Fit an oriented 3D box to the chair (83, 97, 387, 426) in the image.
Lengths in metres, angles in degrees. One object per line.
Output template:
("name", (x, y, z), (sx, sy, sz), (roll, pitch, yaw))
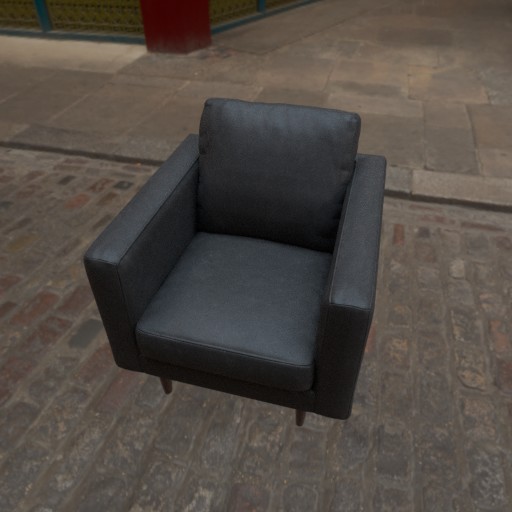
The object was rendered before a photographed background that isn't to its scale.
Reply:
("chair", (0.000, 0.000, 1.612), (0.831, 0.898, 0.879), (10, 40, 11))
